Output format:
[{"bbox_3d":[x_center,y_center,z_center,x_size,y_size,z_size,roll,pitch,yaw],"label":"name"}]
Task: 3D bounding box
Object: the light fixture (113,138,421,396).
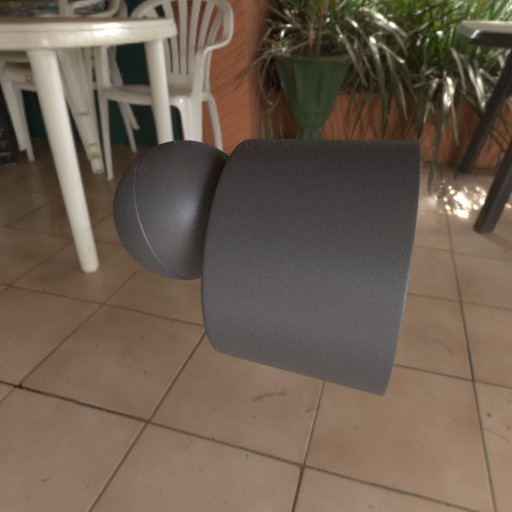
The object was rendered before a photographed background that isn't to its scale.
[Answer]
[{"bbox_3d":[0.000,0.000,0.260,0.160,0.143,0.134,8,31,14],"label":"light fixture"}]
